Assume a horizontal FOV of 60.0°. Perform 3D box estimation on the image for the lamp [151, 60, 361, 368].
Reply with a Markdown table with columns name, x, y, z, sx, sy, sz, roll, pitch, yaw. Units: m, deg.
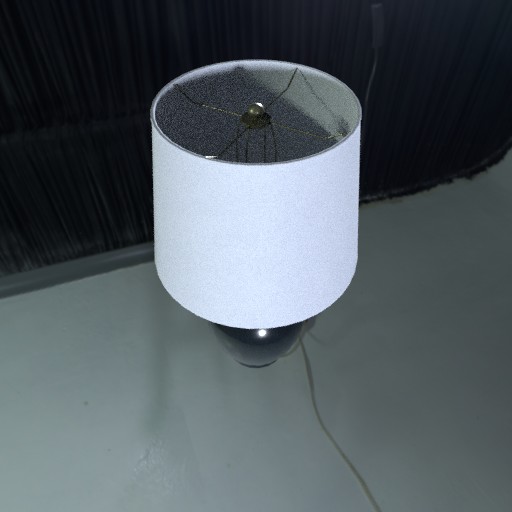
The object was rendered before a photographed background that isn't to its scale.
| name | x | y | z | sx | sy | sz | roll | pitch | yaw |
| --- | --- | --- | --- | --- | --- | --- | --- | --- | --- |
| lamp | 0.000 | 0.000 | 0.544 | 0.239 | 0.399 | 0.239 | 0 | 47 | 0 |
